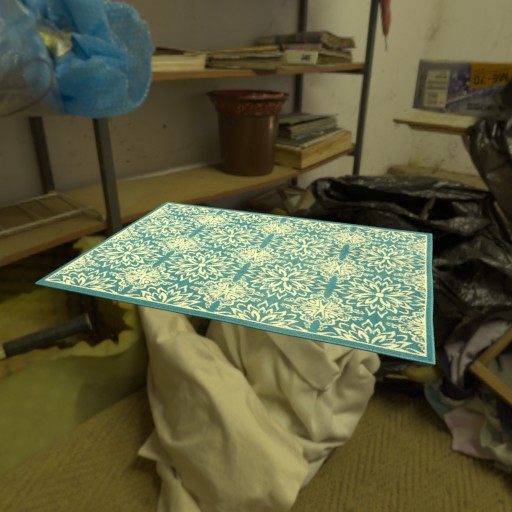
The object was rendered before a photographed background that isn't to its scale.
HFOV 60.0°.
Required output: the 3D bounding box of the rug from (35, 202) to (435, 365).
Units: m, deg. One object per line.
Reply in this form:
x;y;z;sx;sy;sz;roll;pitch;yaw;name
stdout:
0.000;0.000;2.929;2.205;0.012;1.554;9;27;17;rug
